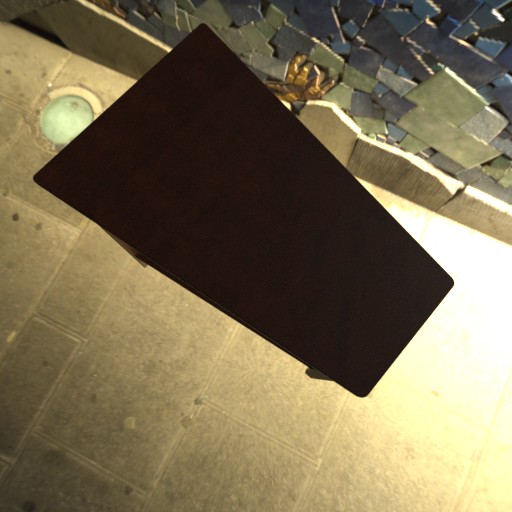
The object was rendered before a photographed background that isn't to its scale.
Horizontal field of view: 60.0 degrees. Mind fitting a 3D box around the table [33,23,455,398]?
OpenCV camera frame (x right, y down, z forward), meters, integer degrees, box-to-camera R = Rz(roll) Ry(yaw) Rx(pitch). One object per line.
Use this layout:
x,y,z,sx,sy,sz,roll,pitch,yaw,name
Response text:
0.000,0.000,0.976,0.605,0.589,0.399,41,79,10,table
